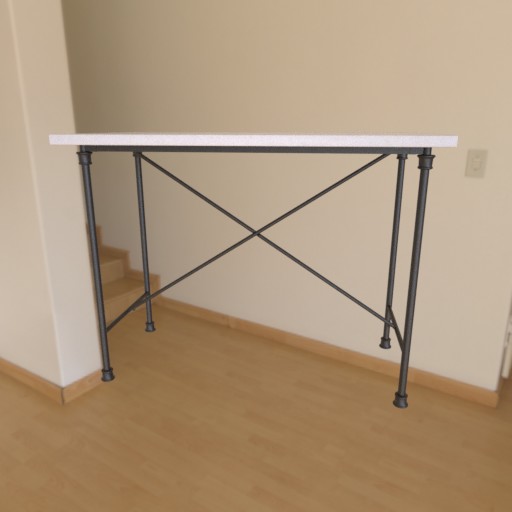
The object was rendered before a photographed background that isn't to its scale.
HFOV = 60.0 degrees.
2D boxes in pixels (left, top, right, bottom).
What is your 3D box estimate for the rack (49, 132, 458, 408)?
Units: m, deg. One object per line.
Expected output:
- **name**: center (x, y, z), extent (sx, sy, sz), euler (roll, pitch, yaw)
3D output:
- **rack**: center (0.000, 0.000, 1.649), extent (1.159, 0.880, 0.613), euler (2, 16, 8)
